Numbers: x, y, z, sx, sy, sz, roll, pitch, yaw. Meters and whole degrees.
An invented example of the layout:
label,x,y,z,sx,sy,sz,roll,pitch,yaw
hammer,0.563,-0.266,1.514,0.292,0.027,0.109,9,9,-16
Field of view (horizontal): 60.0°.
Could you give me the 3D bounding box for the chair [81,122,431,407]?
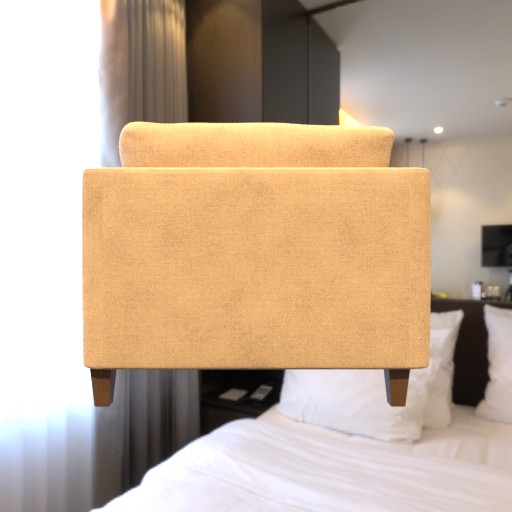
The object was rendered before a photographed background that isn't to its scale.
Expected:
label,x,y,z,sx,sy,sz,roll,pitch,yaw
chair,0.000,0.000,1.858,1.133,0.961,0.959,0,1,0
